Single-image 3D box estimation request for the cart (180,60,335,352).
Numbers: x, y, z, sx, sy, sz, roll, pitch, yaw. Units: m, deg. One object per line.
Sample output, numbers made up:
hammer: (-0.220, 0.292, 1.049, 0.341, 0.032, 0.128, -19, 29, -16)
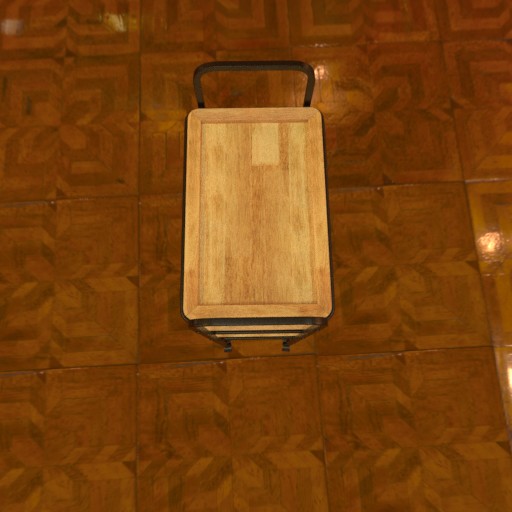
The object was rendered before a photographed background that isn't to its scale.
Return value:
cart: (0.000, 0.000, 1.344, 0.321, 1.080, 0.545, -1, 76, 0)
